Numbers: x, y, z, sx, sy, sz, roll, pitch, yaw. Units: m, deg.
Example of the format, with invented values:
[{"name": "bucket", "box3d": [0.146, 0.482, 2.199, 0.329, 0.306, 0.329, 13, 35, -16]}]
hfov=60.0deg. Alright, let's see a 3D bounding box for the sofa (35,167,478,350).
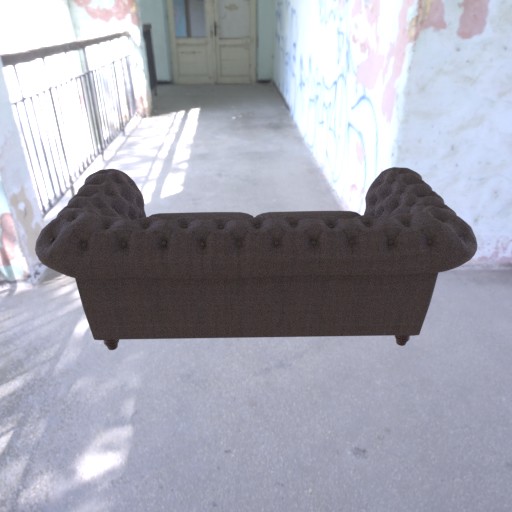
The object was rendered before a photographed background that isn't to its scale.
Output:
[{"name": "sofa", "box3d": [0.000, 0.000, 2.481, 2.048, 0.780, 0.944, -1, 30, -1]}]
